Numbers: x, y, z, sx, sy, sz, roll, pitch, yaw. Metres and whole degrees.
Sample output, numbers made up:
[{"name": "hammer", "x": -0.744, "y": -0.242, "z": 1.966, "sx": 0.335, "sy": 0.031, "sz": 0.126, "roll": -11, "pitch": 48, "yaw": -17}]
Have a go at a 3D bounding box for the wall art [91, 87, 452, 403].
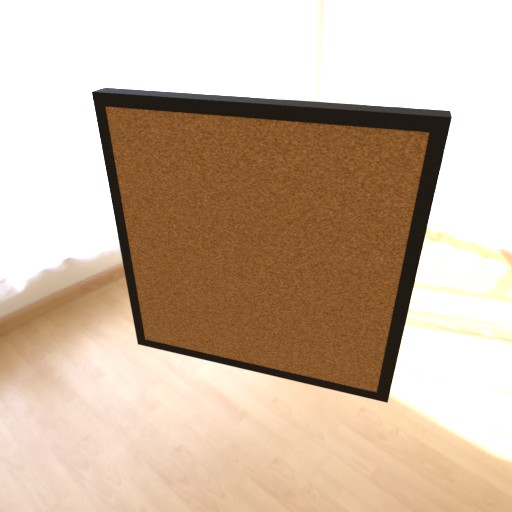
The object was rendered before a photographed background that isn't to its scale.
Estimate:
[{"name": "wall art", "x": 0.000, "y": 0.000, "z": 0.743, "sx": 0.506, "sy": 0.503, "sz": 0.036, "roll": 9, "pitch": 32, "yaw": 15}]
